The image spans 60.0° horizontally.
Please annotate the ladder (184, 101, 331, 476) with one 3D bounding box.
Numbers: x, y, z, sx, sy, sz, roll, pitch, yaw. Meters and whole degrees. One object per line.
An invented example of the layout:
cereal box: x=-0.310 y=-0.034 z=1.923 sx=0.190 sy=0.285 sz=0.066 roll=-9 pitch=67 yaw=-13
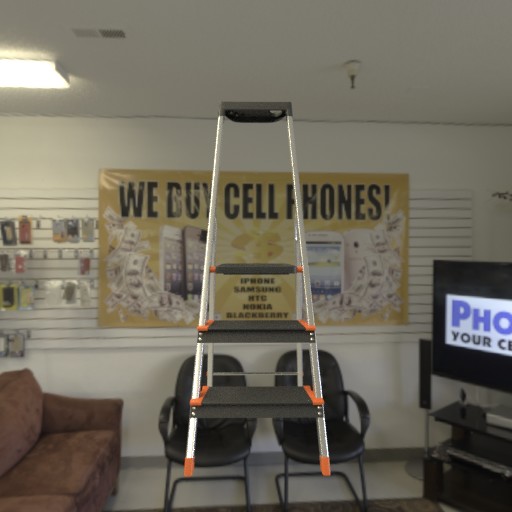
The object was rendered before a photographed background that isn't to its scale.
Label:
ladder: x=0.000 y=0.000 z=1.580 sx=0.416 sy=1.229 sz=0.686 roll=0 pitch=1 yaw=-1
